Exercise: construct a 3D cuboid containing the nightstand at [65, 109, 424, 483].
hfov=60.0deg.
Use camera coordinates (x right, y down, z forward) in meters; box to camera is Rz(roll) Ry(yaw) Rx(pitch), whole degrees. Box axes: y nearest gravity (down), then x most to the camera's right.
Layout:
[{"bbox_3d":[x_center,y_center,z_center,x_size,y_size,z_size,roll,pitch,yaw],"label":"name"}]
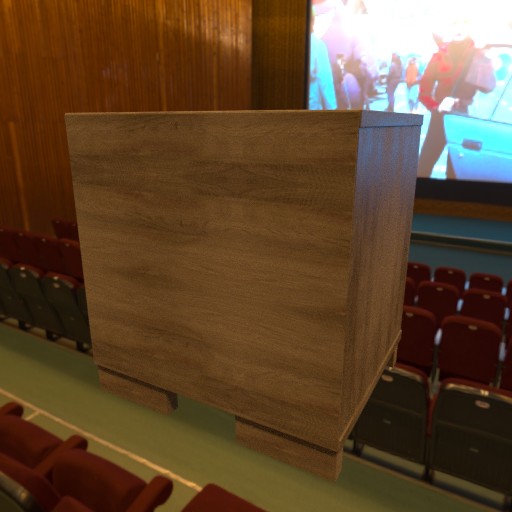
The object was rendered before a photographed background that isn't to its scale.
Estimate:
[{"bbox_3d":[0.000,0.000,0.733,0.427,0.448,0.347,9,19,28],"label":"nightstand"}]
